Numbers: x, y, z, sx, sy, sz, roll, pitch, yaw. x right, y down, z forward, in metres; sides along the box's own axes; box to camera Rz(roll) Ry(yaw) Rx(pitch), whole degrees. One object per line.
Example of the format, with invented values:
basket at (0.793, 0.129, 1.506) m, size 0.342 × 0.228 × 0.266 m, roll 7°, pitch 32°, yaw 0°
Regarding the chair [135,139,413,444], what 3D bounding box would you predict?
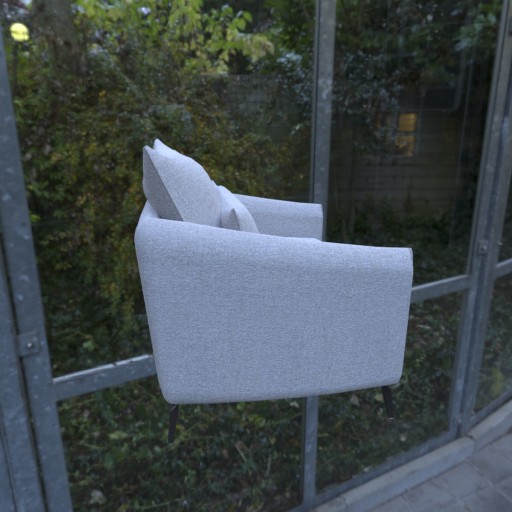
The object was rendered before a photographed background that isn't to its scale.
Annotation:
chair at (0.000, 0.000, 1.689) m, size 0.801 × 0.856 × 1.029 m, roll -3°, pitch 16°, yaw -10°
